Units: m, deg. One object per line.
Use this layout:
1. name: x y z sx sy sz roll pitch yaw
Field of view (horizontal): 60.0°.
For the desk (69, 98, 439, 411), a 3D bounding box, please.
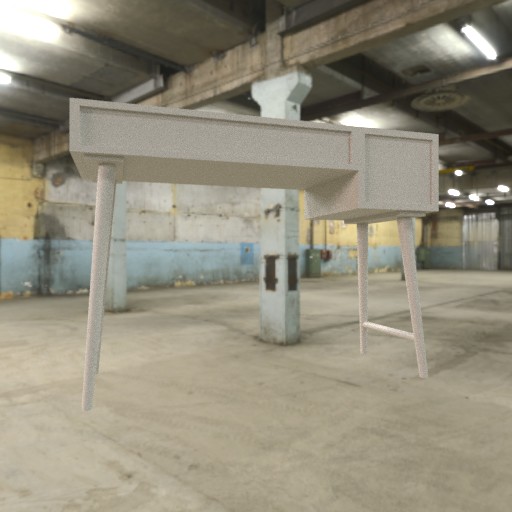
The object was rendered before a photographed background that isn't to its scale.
1. desk: 0.000 0.000 1.421 1.069 0.761 0.409 0 0 -17
